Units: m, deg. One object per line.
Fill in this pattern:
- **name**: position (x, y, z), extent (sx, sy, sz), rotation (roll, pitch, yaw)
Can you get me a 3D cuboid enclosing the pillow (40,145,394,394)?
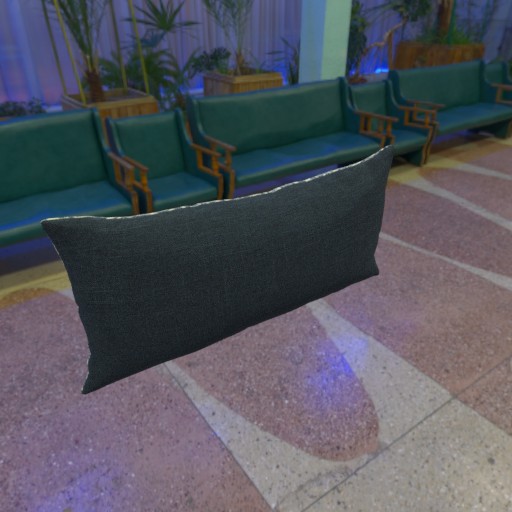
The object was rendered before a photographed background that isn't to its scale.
- **pillow**: position (0.000, 0.000, 0.749), extent (0.631, 0.292, 0.148), rotation (-18, 35, -28)
